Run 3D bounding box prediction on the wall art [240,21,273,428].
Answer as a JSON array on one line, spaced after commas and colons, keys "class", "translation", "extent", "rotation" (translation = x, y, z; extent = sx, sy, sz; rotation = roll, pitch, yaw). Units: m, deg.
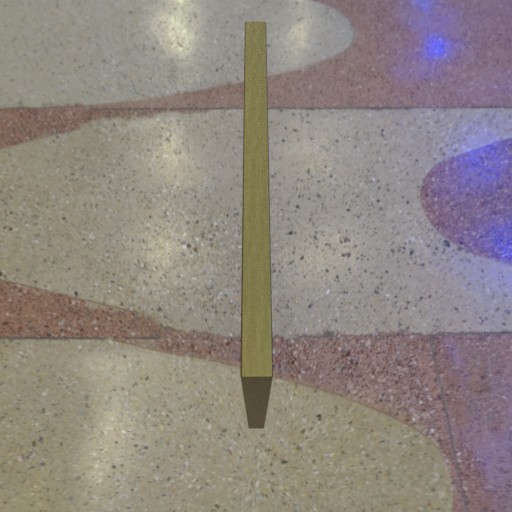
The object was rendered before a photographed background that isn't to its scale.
[{"class": "wall art", "translation": [0.000, 0.000, 0.753], "extent": [0.031, 0.506, 0.503], "rotation": [0, 64, 0]}]
